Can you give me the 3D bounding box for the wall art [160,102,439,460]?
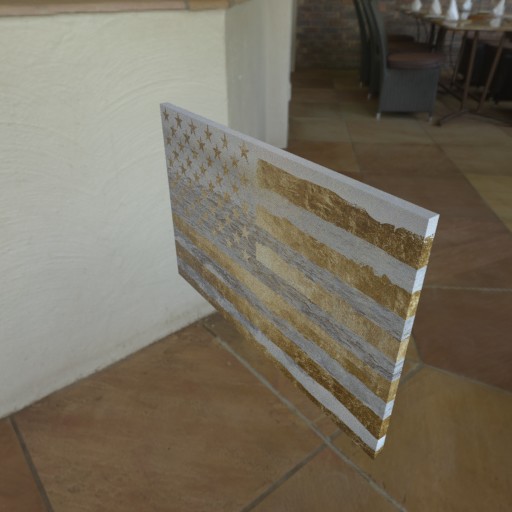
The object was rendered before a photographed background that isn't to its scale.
[{"bbox_3d":[0.000,0.000,1.165,0.027,0.610,0.932,-21,38,-30],"label":"wall art"}]
